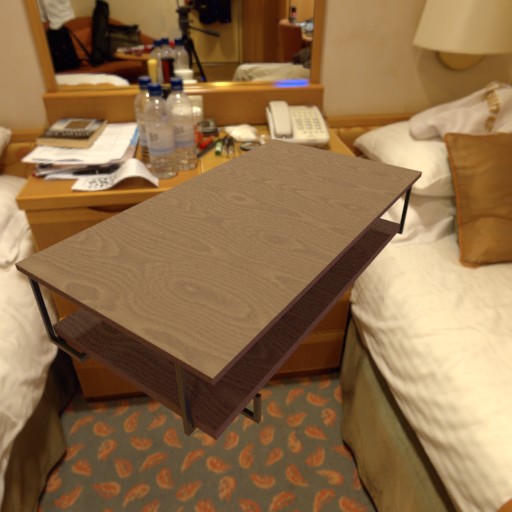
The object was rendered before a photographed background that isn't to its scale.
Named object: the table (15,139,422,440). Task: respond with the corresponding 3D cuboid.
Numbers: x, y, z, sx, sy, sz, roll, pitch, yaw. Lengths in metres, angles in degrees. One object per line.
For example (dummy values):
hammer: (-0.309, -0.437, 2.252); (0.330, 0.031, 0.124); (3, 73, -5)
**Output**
table: (0.000, 0.000, 1.468); (0.651, 0.347, 1.197); (21, 38, 29)
